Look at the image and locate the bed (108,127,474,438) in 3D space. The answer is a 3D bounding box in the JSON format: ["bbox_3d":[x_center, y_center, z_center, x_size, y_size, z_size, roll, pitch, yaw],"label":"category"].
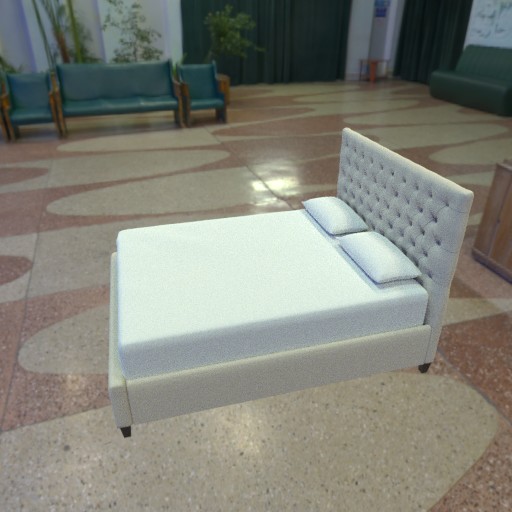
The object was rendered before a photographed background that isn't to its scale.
[{"bbox_3d":[0.000,0.000,3.373,2.233,1.426,1.696,-8,30,-13],"label":"bed"}]
